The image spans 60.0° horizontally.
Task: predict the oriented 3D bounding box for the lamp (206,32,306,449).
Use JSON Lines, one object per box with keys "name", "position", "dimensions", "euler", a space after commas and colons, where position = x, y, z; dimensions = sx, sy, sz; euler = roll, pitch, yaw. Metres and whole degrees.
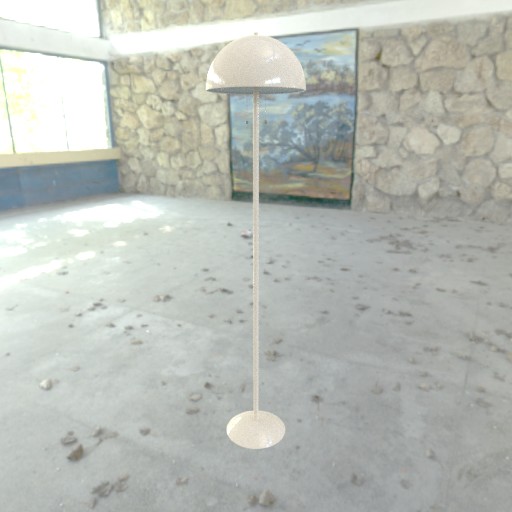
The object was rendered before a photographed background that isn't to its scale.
{"name": "lamp", "position": [0.000, 0.000, 1.617], "dimensions": [0.328, 1.480, 0.328], "euler": [9, 18, 28]}
